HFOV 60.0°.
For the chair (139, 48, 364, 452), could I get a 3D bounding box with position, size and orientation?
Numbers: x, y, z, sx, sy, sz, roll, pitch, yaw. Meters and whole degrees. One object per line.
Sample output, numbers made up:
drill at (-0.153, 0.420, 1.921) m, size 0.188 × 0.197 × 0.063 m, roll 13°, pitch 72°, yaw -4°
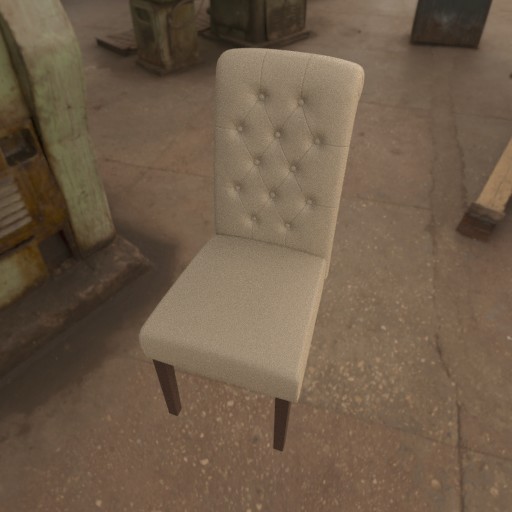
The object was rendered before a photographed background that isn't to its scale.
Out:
chair at (0.000, 0.000, 1.339) m, size 0.456 × 1.006 × 0.671 m, roll 13°, pitch 44°, yaw 14°
